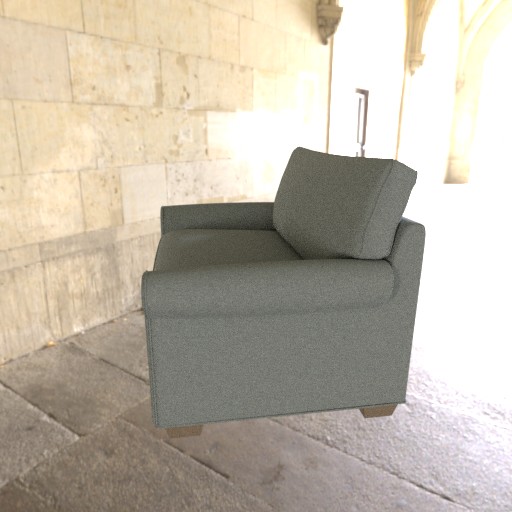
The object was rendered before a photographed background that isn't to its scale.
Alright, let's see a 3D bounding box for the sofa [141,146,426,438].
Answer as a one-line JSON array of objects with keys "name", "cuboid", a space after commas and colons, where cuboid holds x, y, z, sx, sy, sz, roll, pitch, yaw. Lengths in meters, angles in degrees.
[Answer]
[{"name": "sofa", "cuboid": [0.000, 0.000, 2.062, 0.940, 0.953, 1.410, -3, 16, -9]}]
